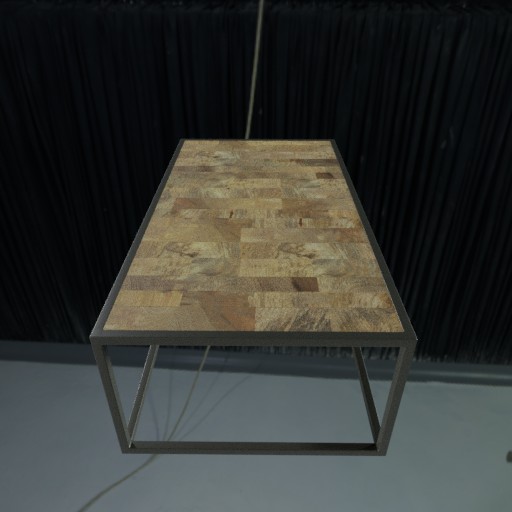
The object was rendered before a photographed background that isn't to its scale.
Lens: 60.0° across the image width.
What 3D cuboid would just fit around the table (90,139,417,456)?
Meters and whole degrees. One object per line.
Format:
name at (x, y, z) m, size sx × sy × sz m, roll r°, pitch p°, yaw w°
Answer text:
table at (0.000, 0.000, 1.484) m, size 0.649 × 0.398 × 1.199 m, roll 0°, pitch 33°, yaw 0°
